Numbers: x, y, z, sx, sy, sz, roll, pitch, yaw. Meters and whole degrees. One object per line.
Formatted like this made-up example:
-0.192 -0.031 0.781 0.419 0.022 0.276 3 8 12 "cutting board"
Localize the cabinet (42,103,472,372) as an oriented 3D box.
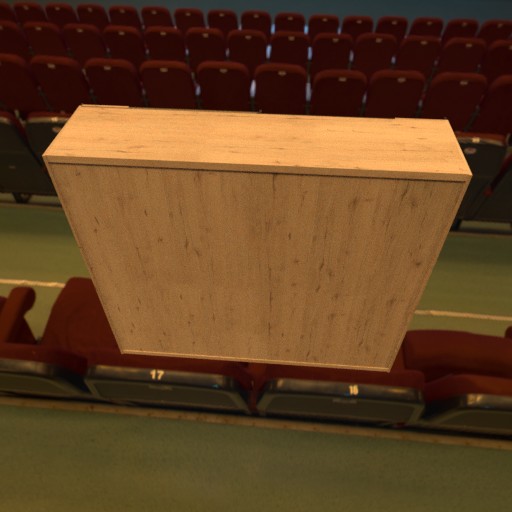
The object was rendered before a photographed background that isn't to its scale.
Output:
0.000 0.000 3.576 2.500 2.180 0.660 3 46 3 "cabinet"
